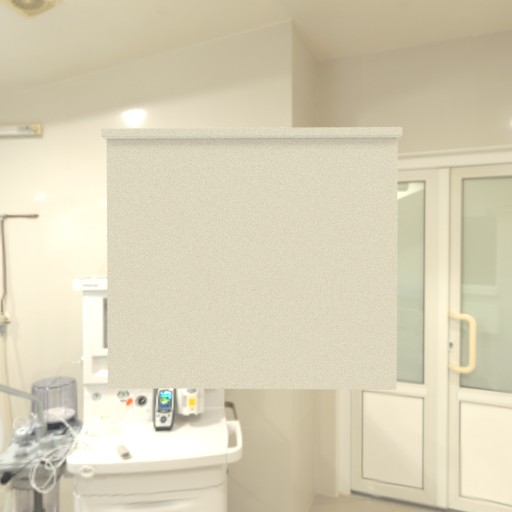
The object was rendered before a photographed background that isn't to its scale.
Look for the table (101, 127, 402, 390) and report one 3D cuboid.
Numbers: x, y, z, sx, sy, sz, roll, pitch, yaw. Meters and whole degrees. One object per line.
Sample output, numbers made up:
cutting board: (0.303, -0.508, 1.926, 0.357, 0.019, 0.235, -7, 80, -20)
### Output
table: (0.000, 0.000, 1.238, 0.500, 0.441, 1.000, 0, 1, 1)
